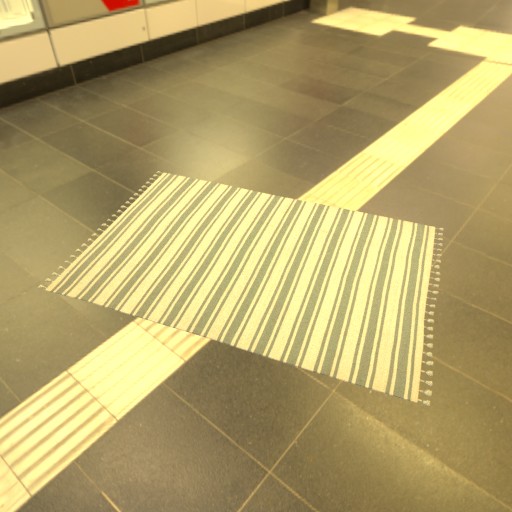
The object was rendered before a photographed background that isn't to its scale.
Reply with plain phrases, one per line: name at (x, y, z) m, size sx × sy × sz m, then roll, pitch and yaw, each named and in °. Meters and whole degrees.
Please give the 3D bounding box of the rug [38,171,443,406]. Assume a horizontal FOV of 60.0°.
rug at (0.000, 0.000, 3.051) m, size 2.410 × 0.011 × 1.539 m, roll 14°, pitch 43°, yaw 15°
